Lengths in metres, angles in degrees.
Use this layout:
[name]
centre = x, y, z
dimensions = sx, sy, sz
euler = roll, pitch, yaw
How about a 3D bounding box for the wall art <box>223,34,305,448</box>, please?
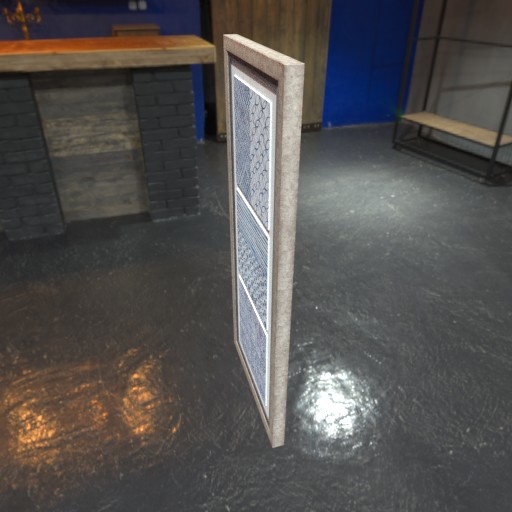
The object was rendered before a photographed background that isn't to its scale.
[wall art]
centre = 0.000, 0.000, 1.695
dimensions = 0.051, 1.461, 0.648
euler = -9, 33, -14
